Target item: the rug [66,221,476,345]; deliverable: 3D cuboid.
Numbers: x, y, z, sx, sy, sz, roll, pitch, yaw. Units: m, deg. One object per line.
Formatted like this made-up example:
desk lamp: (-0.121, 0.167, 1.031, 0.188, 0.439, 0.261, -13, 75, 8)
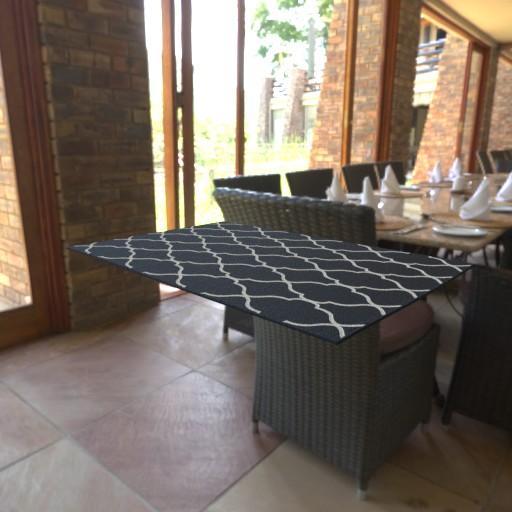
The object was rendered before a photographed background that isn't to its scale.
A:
rug: (0.000, 0.000, 2.927, 2.290, 0.014, 1.526, 13, 19, 41)
